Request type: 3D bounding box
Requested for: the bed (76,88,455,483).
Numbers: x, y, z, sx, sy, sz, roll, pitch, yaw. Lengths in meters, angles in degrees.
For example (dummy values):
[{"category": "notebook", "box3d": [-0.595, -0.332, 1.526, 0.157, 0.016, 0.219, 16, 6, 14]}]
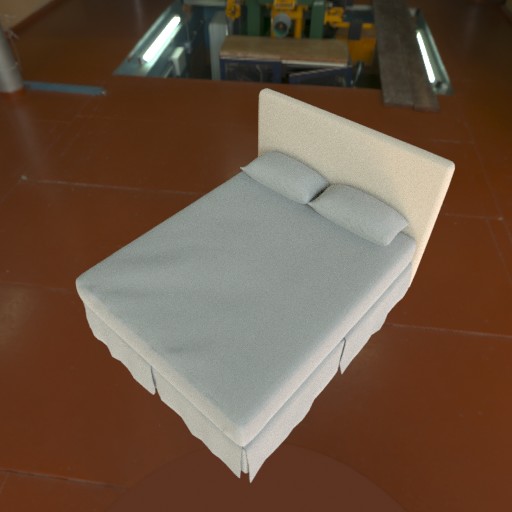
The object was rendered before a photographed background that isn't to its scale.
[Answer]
[{"category": "bed", "box3d": [0.000, 0.000, 3.234, 1.748, 1.330, 2.142, 33, 54, 28]}]
